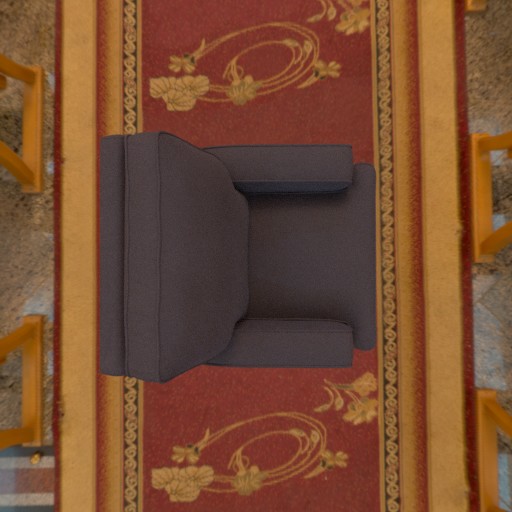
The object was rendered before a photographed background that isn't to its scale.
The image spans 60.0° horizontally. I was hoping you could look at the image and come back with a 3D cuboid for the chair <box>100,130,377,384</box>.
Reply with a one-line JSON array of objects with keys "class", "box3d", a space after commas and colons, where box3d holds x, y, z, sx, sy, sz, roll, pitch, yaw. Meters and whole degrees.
[{"class": "chair", "box3d": [0.000, 0.000, 1.721, 0.964, 0.962, 0.861, 0, 90, 0]}]
